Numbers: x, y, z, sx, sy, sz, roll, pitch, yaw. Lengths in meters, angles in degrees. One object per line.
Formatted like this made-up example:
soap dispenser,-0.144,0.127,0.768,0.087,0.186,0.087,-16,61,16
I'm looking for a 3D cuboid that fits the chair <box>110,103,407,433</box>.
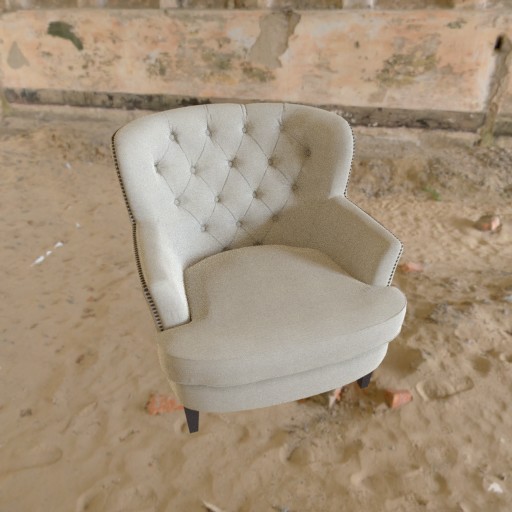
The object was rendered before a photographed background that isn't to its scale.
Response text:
chair,0.000,0.000,1.549,0.848,0.868,0.906,-9,32,-15
